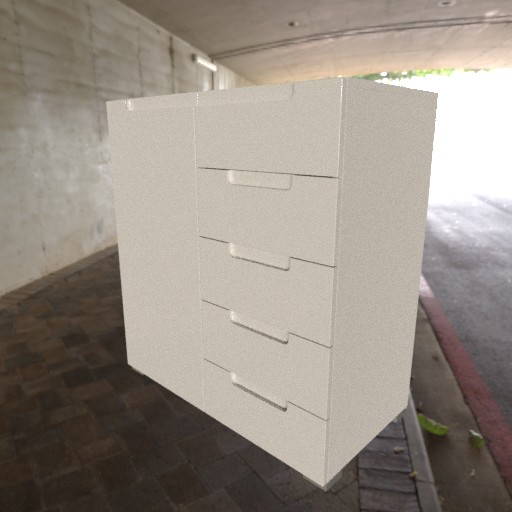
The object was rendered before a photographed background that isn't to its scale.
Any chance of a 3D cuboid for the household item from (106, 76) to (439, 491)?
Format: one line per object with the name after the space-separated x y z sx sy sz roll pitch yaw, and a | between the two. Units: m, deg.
0.000 0.000 1.282 0.800 0.870 0.420 14 20 41 | household item
